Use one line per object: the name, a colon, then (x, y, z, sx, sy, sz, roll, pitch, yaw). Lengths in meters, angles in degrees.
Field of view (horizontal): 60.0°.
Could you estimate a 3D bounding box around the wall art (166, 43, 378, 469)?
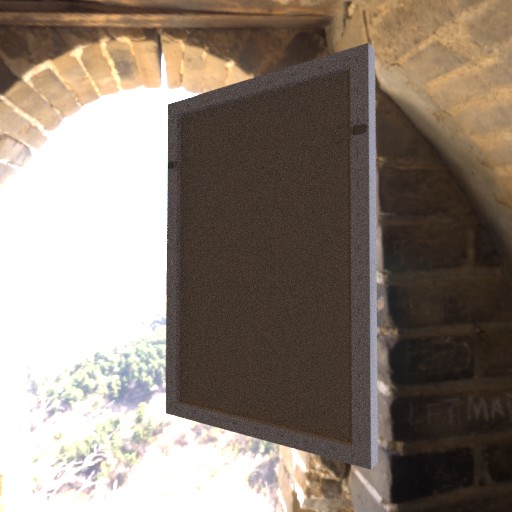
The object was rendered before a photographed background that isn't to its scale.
wall art: (0.000, 0.000, 1.144, 0.624, 0.914, 0.043, -1, -2, 35)
